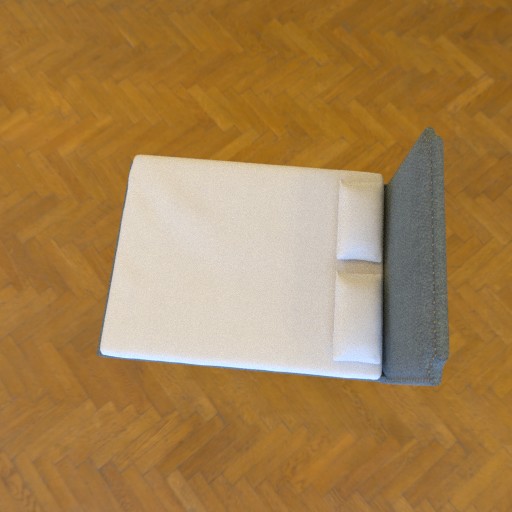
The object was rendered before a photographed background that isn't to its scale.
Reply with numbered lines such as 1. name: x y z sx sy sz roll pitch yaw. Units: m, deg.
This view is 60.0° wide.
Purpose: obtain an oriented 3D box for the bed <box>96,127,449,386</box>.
1. bed: 0.000 0.000 3.402 2.372 1.443 1.712 5 74 1
